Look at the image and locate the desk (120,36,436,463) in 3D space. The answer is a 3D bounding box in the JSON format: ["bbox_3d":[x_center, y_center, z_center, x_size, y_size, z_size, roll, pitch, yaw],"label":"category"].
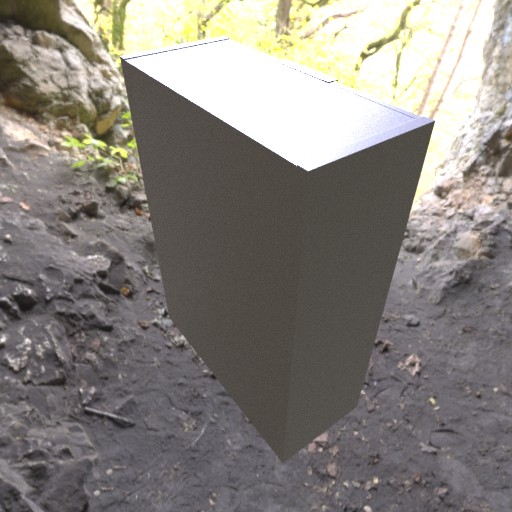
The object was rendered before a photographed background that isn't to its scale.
[{"bbox_3d":[0.000,0.000,1.545,0.390,1.190,0.850,-26,47,-27],"label":"desk"}]
